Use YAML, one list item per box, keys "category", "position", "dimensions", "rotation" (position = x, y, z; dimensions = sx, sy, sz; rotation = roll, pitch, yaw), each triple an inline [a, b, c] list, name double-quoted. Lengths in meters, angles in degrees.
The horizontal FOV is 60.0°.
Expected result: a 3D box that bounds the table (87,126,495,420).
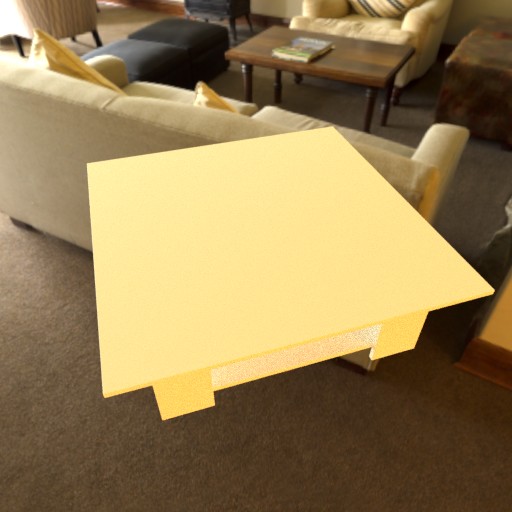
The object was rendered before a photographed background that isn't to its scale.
- category: "table"
  position: [0.000, 0.000, 1.353]
  dimensions: [0.890, 0.305, 0.890]
  rotation: [-12, 43, -13]
